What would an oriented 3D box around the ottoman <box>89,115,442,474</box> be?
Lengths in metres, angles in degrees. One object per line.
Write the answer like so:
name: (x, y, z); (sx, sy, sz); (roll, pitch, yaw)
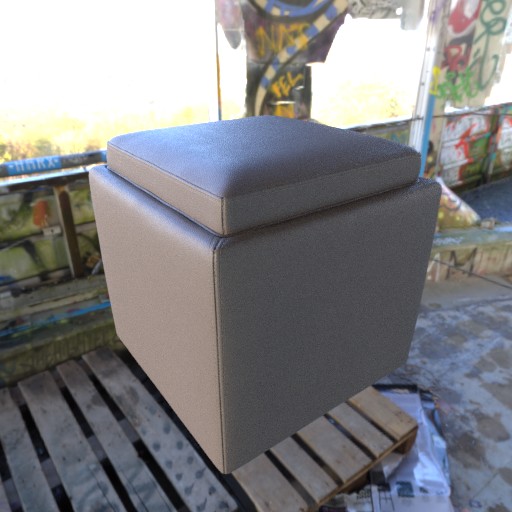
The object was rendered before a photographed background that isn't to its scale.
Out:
ottoman: (0.000, 0.000, 0.826); (0.450, 0.460, 0.451); (-18, 32, -32)
